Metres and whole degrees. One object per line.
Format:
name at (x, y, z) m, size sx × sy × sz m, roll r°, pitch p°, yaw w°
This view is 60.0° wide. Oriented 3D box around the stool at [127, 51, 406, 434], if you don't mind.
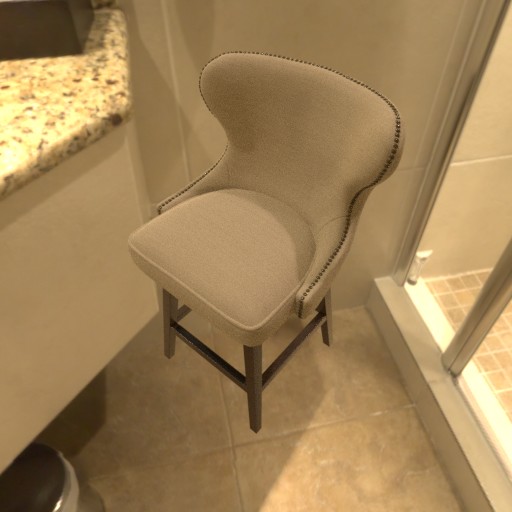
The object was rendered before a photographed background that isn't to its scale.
stool at (0.000, 0.000, 1.345) m, size 0.615 × 0.972 × 0.597 m, roll 32°, pitch 54°, yaw 26°
